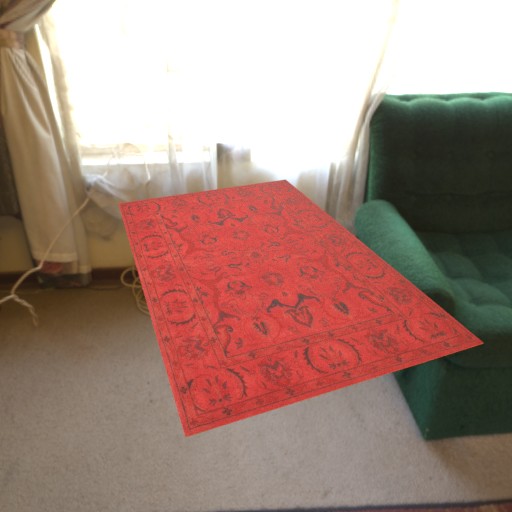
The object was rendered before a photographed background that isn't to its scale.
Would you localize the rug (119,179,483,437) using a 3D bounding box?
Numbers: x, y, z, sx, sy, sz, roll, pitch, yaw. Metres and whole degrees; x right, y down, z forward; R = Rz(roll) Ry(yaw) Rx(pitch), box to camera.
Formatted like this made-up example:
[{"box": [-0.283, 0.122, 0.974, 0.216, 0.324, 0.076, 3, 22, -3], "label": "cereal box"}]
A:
[{"box": [0.000, 0.000, 2.972, 1.534, 0.010, 2.423, -11, 33, -18], "label": "rug"}]
